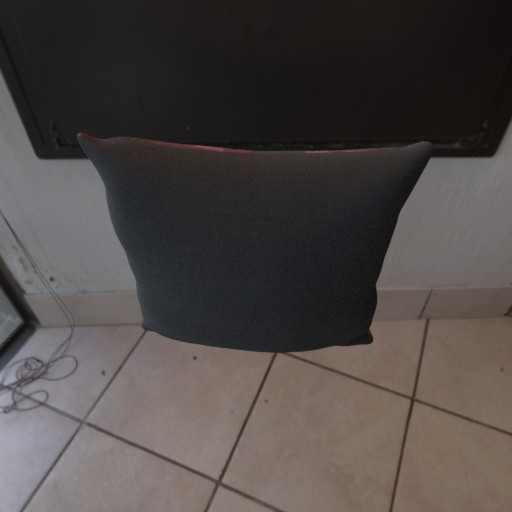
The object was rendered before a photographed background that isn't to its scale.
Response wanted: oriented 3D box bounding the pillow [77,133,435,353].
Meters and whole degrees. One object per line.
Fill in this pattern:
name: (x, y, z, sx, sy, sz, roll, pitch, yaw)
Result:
pillow: (0.000, 0.000, 0.786, 0.503, 0.496, 0.208, 3, 47, 3)
